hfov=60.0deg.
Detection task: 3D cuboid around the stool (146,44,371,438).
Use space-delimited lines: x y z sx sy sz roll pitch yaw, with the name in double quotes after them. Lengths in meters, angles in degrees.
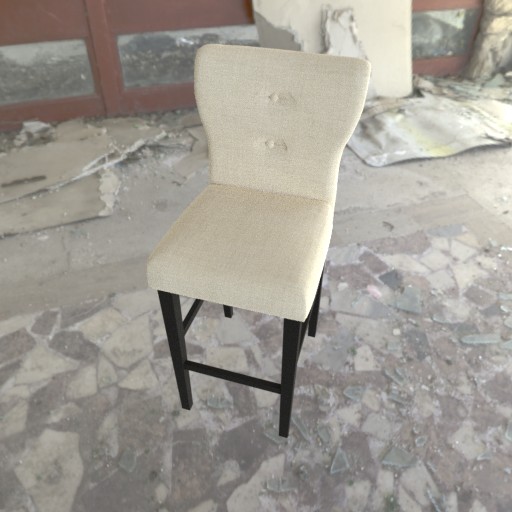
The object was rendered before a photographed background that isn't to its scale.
0.000 0.000 1.442 0.516 1.124 0.603 11 41 13 "stool"
